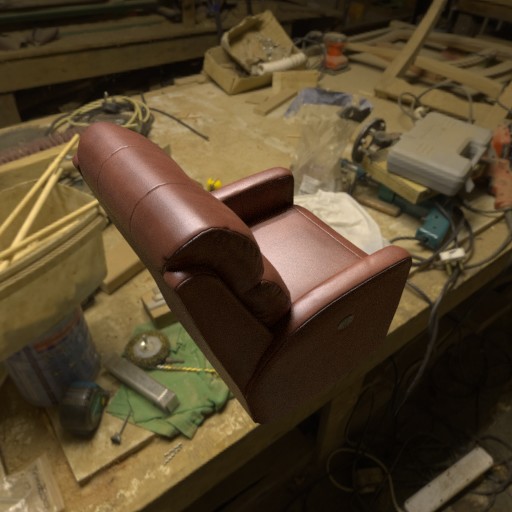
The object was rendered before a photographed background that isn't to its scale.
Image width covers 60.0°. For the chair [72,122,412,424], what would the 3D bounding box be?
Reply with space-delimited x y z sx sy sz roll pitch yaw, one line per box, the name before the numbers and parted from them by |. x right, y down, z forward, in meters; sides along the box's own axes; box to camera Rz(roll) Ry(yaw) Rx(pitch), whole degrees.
chair | 0.000 0.000 1.651 0.939 1.016 0.787 -25 48 -25
